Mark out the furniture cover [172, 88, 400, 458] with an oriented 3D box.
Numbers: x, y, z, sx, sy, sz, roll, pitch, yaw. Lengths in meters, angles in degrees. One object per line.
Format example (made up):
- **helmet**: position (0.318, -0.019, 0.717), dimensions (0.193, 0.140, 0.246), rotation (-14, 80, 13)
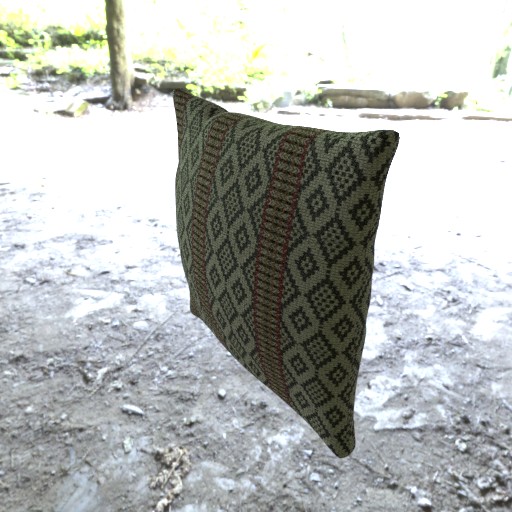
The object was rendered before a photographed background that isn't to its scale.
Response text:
- **furniture cover**: position (0.000, 0.000, 0.763), dimensions (0.182, 0.506, 0.503), rotation (-18, 33, -31)
